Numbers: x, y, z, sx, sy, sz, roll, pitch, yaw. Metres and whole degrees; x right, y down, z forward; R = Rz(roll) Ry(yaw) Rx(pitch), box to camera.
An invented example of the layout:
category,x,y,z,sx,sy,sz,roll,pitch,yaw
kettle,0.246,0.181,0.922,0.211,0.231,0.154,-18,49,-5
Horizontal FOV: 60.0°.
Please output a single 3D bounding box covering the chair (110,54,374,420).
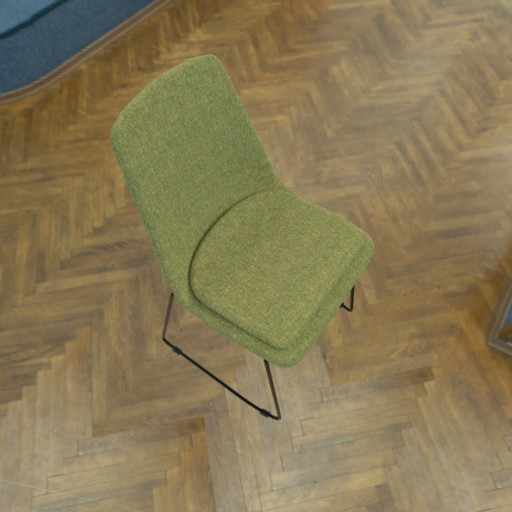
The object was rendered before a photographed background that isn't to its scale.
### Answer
category,x,y,z,sx,sy,sz,roll,pitch,yaw
chair,0.000,0.000,1.146,0.496,0.849,0.479,31,63,18
